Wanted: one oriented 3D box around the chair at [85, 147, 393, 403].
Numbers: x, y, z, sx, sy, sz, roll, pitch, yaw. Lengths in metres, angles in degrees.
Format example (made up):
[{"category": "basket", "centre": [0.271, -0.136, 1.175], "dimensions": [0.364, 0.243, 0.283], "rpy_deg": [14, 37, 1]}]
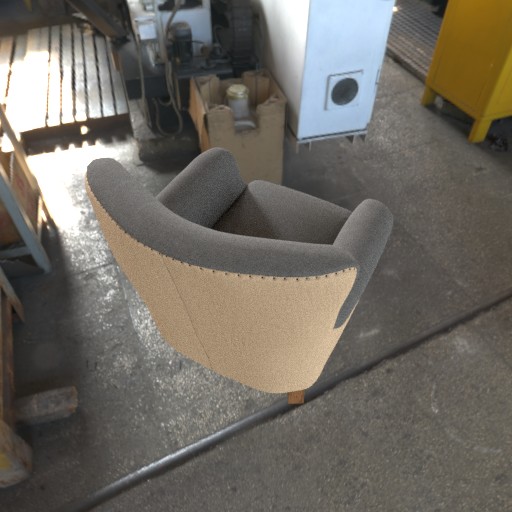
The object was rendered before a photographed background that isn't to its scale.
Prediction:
[{"category": "chair", "centre": [0.000, 0.000, 1.666], "dimensions": [0.861, 0.936, 0.921], "rpy_deg": [23, 51, 20]}]
